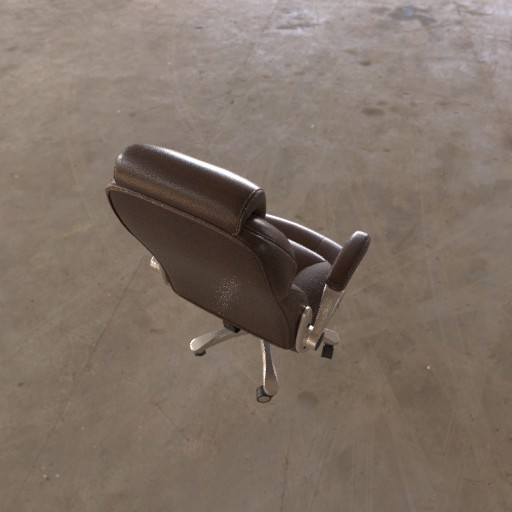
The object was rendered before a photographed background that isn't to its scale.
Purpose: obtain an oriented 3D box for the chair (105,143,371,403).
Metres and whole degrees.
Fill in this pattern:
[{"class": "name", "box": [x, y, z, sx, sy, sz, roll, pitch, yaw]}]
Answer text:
[{"class": "chair", "box": [0.000, 0.000, 1.638, 0.733, 1.160, 0.774, 24, 50, 21]}]
